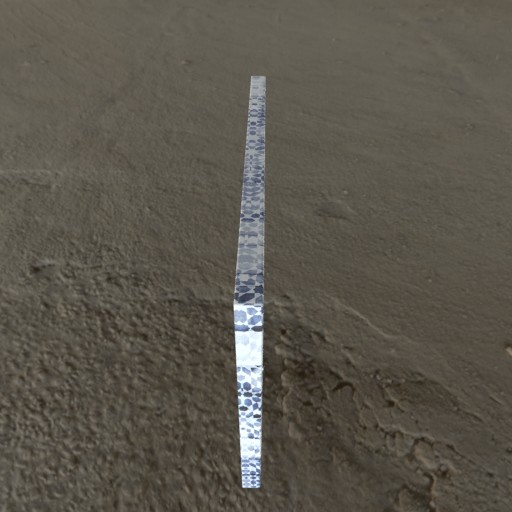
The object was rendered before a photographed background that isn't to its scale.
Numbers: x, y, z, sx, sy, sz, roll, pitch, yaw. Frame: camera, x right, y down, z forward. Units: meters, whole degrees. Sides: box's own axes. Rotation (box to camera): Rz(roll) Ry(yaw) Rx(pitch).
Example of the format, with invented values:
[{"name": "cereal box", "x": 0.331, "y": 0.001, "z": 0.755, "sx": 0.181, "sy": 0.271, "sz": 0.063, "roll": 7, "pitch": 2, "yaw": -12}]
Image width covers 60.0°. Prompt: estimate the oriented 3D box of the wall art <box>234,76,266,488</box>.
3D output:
[{"name": "wall art", "x": 0.000, "y": 0.000, "z": 0.769, "sx": 0.030, "sy": 0.406, "sz": 0.608, "roll": 1, "pitch": 41, "yaw": 1}]
